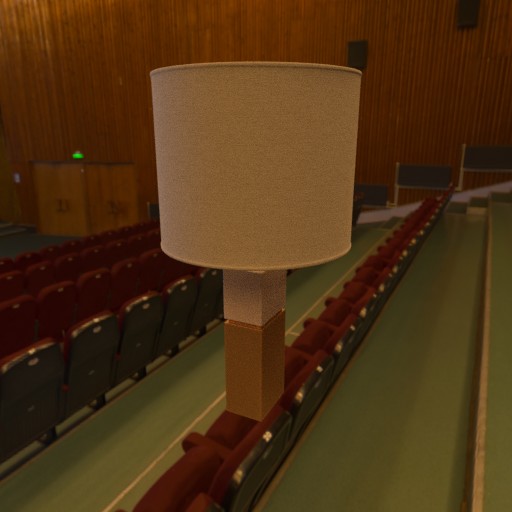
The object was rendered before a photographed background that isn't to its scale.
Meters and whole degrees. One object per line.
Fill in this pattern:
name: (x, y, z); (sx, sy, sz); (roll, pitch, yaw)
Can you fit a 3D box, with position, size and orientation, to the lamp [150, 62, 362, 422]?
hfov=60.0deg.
lamp: (0.000, 0.000, 0.550); (0.229, 0.417, 0.229); (8, 19, 25)
